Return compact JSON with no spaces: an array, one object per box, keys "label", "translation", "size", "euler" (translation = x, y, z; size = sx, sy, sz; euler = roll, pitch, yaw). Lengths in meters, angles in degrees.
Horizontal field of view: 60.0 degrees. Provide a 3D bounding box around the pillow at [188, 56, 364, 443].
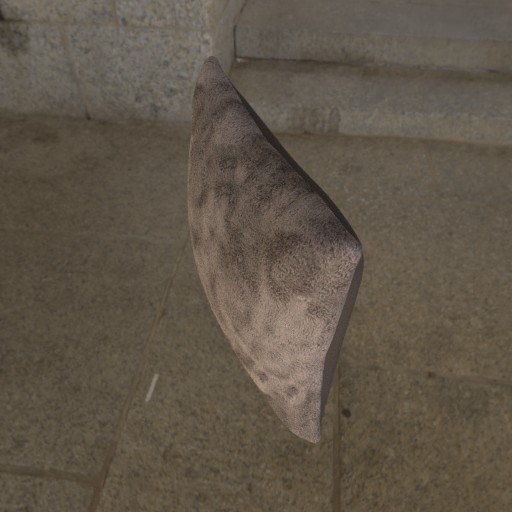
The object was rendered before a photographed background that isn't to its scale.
[{"label":"pillow","translation":[0.000,0.000,0.795],"size":[0.204,0.520,0.522],"euler":[-16,48,-15]}]
